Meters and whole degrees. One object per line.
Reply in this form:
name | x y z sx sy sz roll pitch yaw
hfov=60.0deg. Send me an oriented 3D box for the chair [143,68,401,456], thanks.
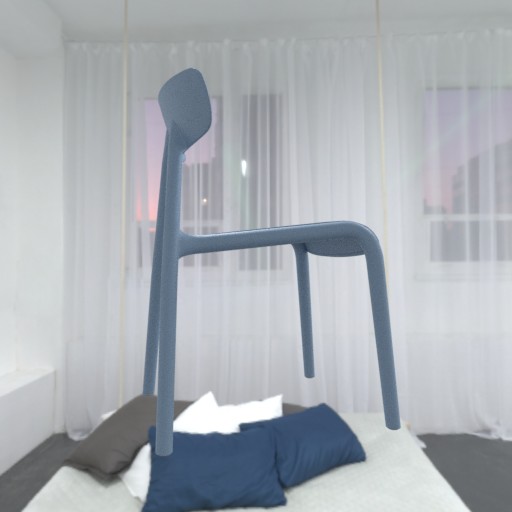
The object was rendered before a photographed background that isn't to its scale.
chair | 0.000 0.000 0.845 0.401 0.580 0.356 0 0 -18
